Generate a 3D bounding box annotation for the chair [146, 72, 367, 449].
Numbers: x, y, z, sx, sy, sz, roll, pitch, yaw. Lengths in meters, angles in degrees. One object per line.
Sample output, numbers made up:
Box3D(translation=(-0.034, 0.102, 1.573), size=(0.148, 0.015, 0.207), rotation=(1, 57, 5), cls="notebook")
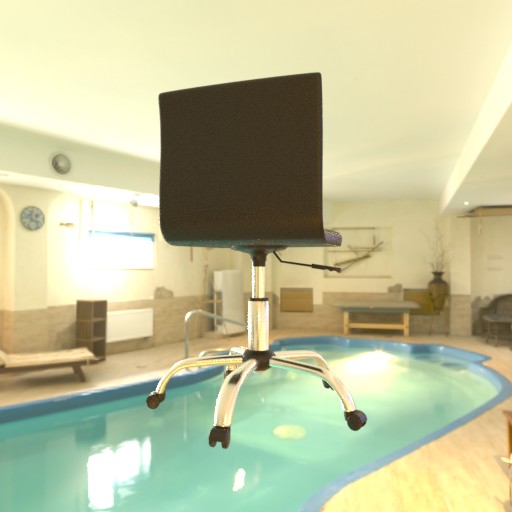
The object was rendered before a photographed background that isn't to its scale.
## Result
Box3D(translation=(0.000, 0.000, 1.135), size=(0.556, 0.780, 0.530), rotation=(0, -1, 18), cls="chair")
